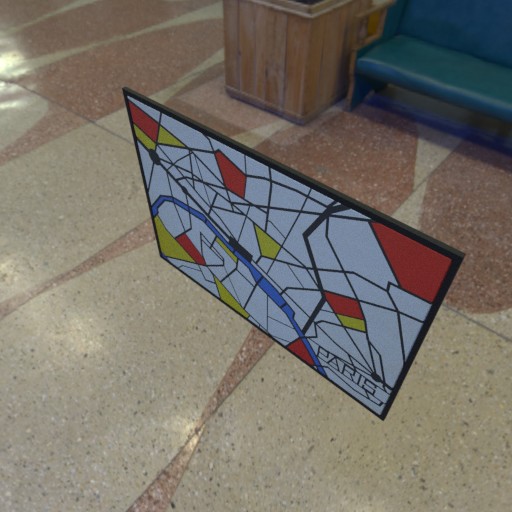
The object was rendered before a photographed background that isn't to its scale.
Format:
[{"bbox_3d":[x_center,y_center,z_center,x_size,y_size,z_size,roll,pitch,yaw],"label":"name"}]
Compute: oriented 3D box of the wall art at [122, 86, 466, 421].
[{"bbox_3d":[0.000,0.000,1.227,0.963,0.665,0.013,33,54,27],"label":"wall art"}]
